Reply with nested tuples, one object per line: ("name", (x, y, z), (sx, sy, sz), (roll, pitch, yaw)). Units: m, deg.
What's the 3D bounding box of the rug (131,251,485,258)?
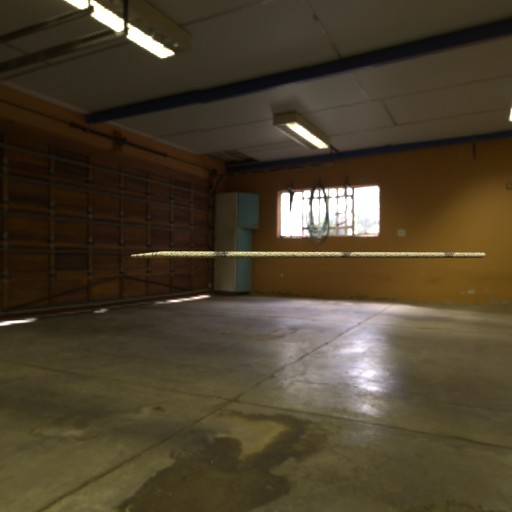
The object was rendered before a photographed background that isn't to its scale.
("rug", (0.000, 0.000, 2.948), (1.501, 0.024, 2.348), (0, 0, -18))
